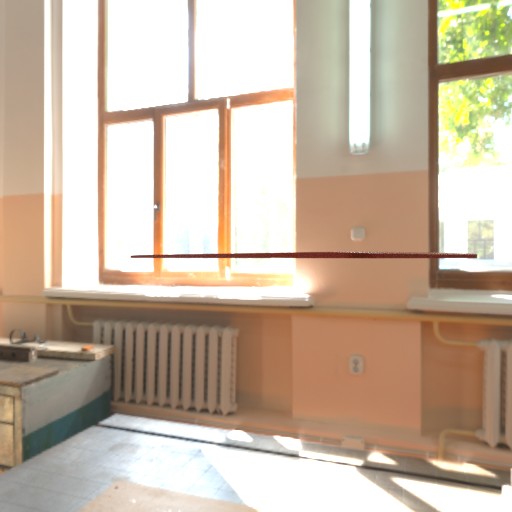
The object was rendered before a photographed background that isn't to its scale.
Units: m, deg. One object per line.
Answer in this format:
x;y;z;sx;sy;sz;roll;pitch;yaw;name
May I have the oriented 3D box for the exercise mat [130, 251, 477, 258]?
0.000;0.000;2.120;0.616;0.021;1.869;0;0;-35;exercise mat
